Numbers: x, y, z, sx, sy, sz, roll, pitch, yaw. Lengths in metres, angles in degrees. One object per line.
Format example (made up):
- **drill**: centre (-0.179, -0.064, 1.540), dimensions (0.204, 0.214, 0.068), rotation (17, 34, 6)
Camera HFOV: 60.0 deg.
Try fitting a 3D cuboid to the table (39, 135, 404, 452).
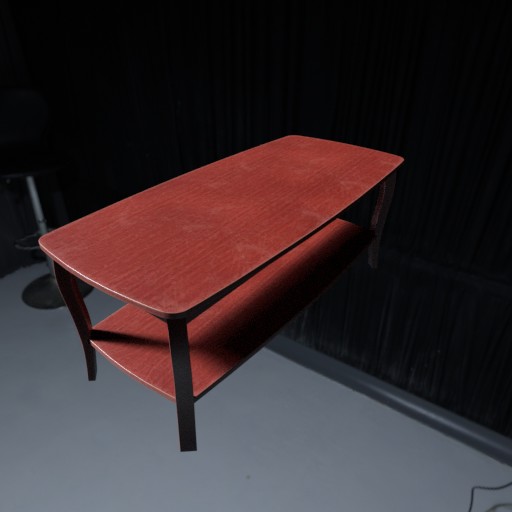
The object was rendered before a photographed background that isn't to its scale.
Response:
- **table**: centre (0.000, 0.000, 1.500), dimensions (0.561, 0.473, 1.216), rotation (22, 37, 31)
